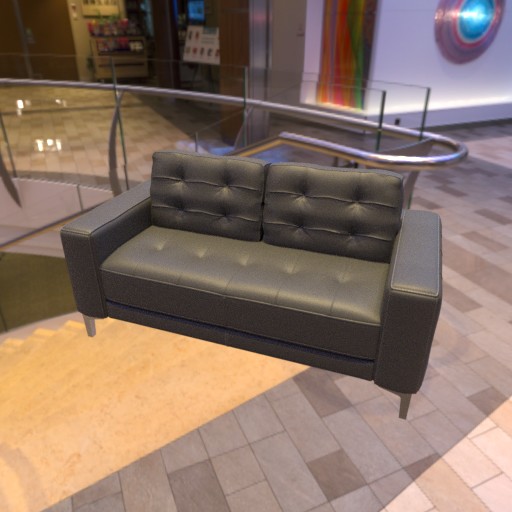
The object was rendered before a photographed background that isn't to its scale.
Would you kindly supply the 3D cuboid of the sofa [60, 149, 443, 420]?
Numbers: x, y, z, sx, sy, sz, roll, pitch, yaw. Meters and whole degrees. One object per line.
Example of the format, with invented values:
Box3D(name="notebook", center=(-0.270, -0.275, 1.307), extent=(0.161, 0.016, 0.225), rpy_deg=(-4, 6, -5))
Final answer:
Box3D(name="sofa", center=(0.000, 0.000, 2.247), extent=(1.726, 0.893, 0.833), rpy_deg=(10, 29, 18))
